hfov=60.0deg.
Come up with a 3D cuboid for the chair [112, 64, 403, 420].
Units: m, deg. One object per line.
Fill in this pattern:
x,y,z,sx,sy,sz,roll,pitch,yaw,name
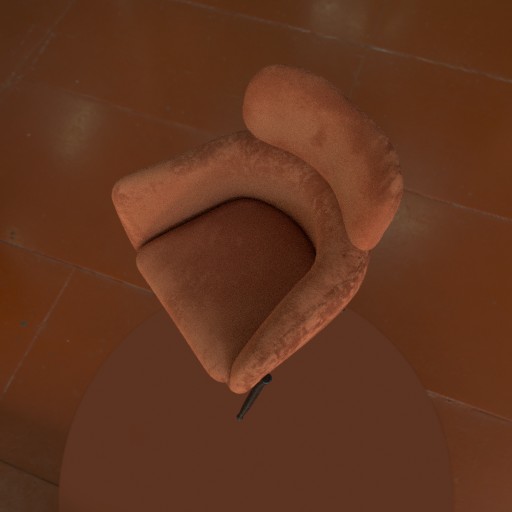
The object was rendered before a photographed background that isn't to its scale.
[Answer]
0.000,0.000,1.136,0.523,0.772,0.561,-33,69,-14,chair
